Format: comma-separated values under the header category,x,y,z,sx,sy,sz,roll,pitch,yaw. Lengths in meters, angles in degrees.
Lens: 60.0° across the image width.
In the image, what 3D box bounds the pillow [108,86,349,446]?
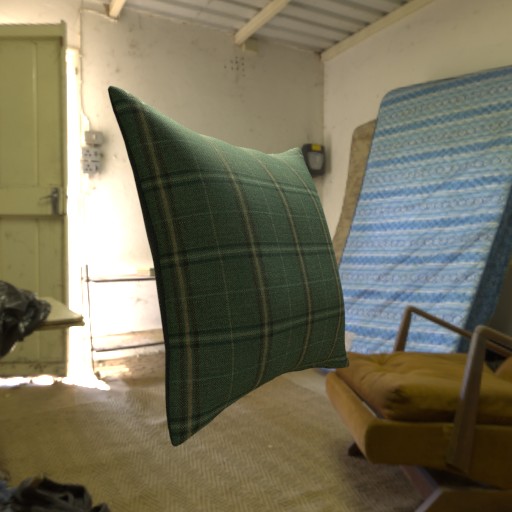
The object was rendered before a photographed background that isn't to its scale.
category,x,y,z,sx,sy,sz,roll,pitch,yaw
pillow,0.000,0.000,0.696,0.200,0.430,0.453,1,2,37
